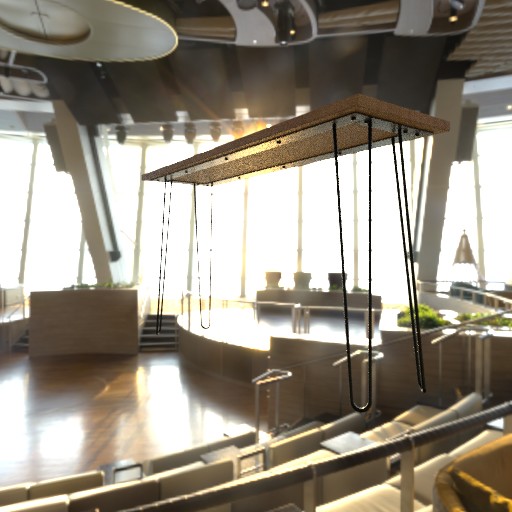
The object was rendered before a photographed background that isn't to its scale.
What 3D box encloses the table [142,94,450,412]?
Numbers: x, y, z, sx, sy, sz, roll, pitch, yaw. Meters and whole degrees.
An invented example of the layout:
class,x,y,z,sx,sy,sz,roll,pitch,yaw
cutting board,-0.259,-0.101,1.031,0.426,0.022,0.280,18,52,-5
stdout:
class,x,y,z,sx,sy,sz,roll,pitch,yaw
table,0.000,0.000,1.757,0.399,0.799,1.400,0,1,-36
